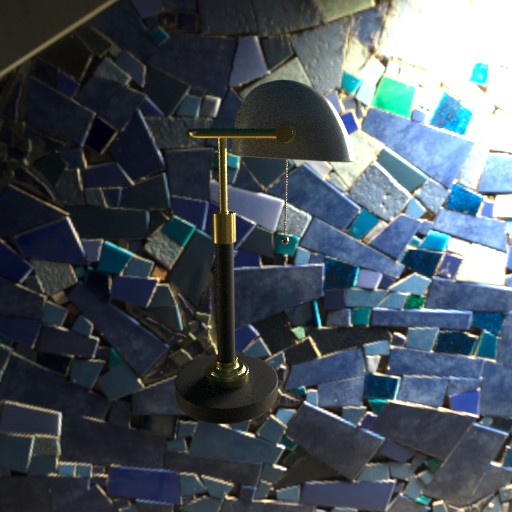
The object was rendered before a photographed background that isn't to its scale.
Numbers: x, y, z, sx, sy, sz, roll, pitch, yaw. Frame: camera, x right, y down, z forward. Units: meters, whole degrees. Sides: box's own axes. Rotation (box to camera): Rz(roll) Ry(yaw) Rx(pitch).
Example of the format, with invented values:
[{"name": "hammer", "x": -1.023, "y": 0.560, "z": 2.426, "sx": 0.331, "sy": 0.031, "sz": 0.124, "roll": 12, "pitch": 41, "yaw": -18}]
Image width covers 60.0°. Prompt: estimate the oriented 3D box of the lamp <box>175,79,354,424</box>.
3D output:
[{"name": "lamp", "x": 0.000, "y": 0.000, "z": 0.564, "sx": 0.227, "sy": 0.404, "sz": 0.269, "roll": 3, "pitch": 16, "yaw": 10}]
